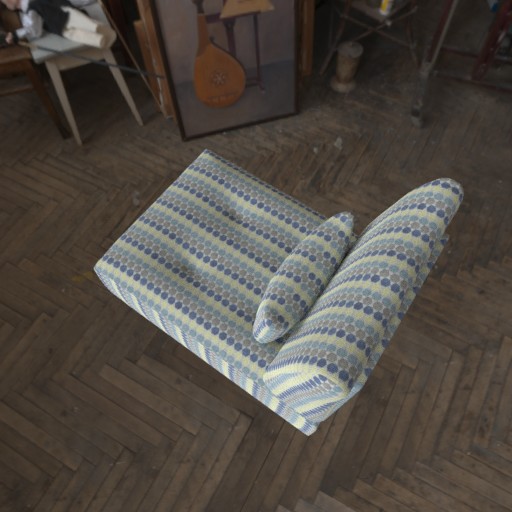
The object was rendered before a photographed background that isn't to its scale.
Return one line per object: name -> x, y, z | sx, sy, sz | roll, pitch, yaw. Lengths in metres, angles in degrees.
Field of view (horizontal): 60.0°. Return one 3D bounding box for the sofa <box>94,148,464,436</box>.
sofa -> 0.000, 0.000, 1.550 | 1.000, 0.820, 0.700 | 32, 67, 15
